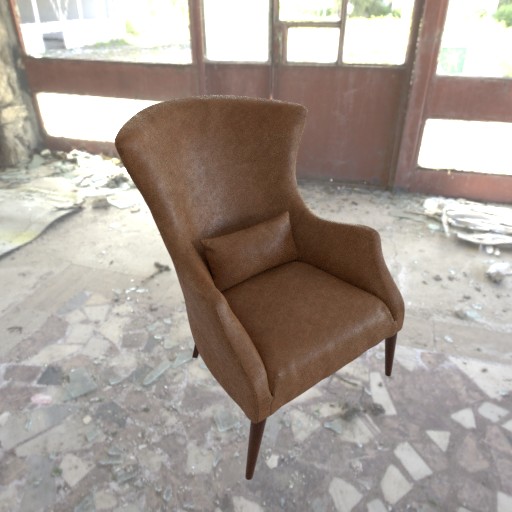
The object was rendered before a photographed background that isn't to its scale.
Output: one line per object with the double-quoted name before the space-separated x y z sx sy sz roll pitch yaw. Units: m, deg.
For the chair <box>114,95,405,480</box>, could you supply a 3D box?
"chair" 0.000 0.000 1.755 0.846 1.067 0.955 -21 36 -32
